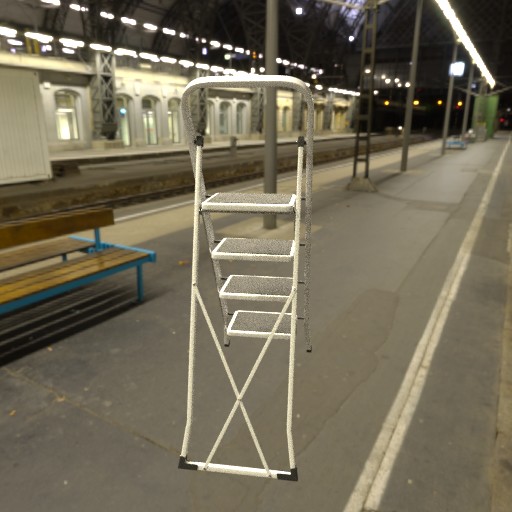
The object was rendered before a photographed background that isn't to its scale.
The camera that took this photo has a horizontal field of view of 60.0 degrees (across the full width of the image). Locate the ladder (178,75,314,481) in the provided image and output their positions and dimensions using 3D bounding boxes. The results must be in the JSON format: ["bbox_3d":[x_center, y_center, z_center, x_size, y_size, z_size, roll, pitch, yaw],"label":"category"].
[{"bbox_3d":[0.000,0.000,1.731,0.460,1.265,0.914,2,17,8],"label":"ladder"}]
